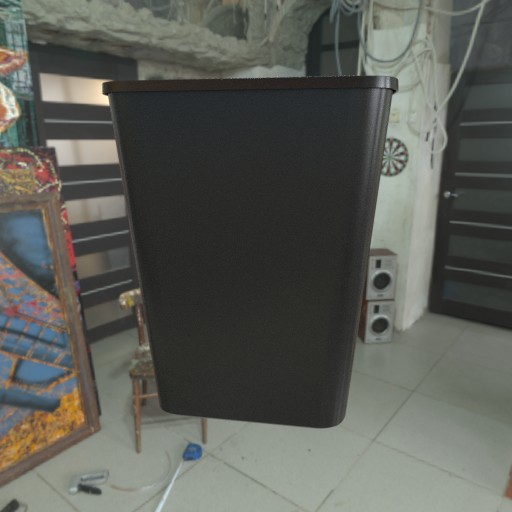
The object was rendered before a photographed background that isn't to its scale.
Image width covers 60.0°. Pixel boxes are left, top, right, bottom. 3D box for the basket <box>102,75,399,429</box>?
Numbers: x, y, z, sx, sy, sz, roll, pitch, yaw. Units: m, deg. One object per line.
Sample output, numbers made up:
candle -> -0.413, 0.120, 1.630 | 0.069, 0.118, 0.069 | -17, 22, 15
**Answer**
basket -> 0.000, 0.000, 0.740 | 0.394, 0.521, 0.287 | 2, 15, 8
